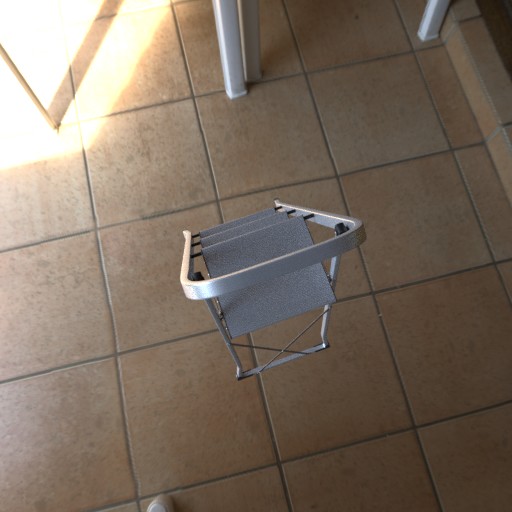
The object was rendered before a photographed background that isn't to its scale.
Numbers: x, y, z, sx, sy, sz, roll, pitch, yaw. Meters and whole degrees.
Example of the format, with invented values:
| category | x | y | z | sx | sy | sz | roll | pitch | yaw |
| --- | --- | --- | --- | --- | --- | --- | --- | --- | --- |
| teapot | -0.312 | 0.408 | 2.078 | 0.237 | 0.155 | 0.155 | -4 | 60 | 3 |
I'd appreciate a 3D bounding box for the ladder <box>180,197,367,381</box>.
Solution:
| category | x | y | z | sx | sy | sz | roll | pitch | yaw |
| --- | --- | --- | --- | --- | --- | --- | --- | --- | --- |
| ladder | 0.000 | 0.000 | 1.409 | 0.465 | 1.070 | 0.704 | -19 | 77 | -5 |
